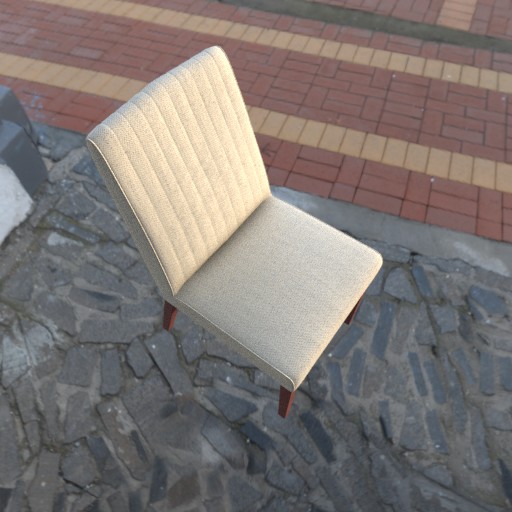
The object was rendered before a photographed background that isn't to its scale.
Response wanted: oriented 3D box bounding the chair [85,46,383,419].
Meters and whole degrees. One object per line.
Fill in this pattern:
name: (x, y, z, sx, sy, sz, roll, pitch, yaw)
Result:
chair: (0.000, 0.000, 1.265, 0.594, 0.900, 0.480, 32, 62, 19)
